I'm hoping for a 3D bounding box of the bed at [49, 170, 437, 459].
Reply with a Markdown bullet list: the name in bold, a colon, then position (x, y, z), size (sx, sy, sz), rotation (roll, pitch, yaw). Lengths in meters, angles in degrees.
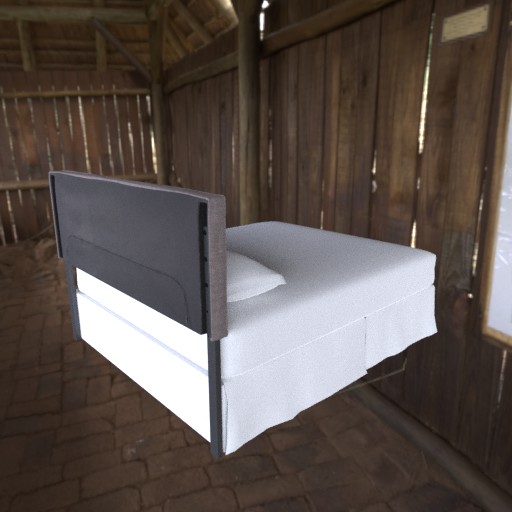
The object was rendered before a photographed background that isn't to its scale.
- **bed**: position (0.000, 0.000, 2.807), size (1.894, 1.089, 1.610), rotation (-14, 20, -41)
